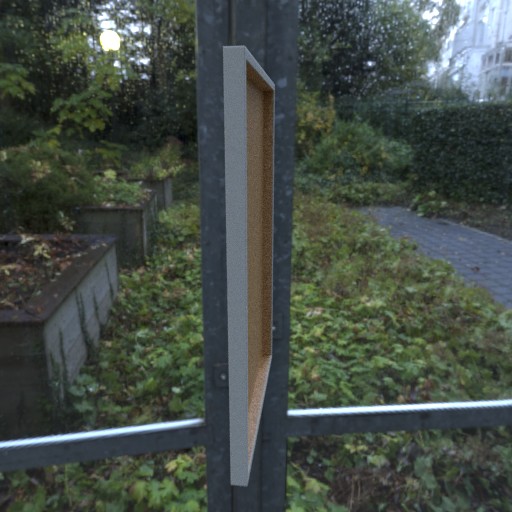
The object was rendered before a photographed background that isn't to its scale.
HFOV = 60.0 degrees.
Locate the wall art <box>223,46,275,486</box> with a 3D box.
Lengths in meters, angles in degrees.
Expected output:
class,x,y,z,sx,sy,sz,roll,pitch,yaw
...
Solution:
class,x,y,z,sx,sy,sz,roll,pitch,yaw
wall art,0.000,0.000,1.176,0.038,0.914,0.610,2,15,7
